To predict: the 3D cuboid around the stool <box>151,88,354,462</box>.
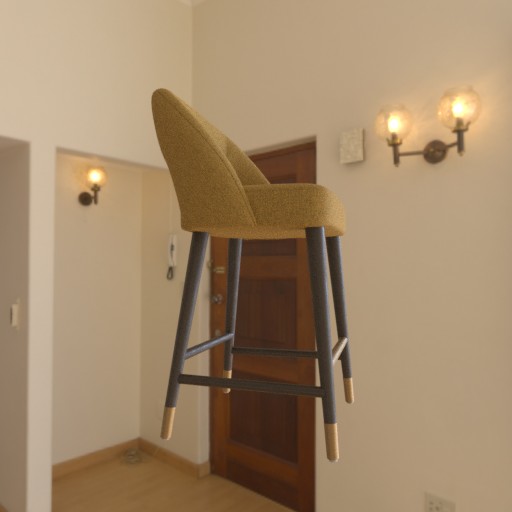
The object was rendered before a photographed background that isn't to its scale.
[{"bbox_3d":[0.000,0.000,1.291,0.522,0.939,0.536,0,-1,17],"label":"stool"}]
